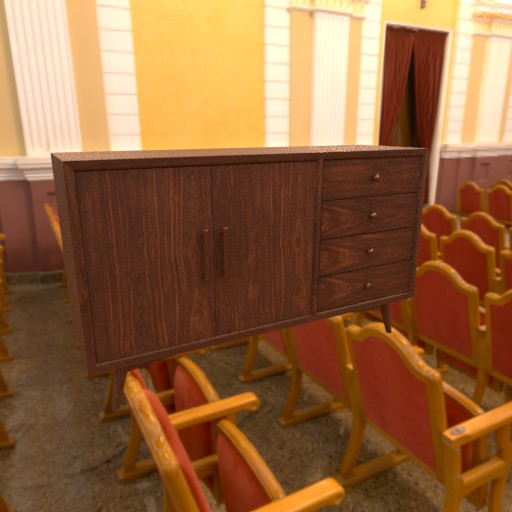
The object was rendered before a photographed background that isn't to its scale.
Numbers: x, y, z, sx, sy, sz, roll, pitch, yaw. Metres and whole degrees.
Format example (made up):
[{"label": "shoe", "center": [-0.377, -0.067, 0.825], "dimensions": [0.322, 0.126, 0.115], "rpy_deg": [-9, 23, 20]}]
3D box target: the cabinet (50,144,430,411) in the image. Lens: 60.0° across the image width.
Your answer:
[{"label": "cabinet", "center": [0.000, 0.000, 2.028], "dimensions": [1.575, 0.940, 0.505], "rpy_deg": [-9, 18, -27]}]
